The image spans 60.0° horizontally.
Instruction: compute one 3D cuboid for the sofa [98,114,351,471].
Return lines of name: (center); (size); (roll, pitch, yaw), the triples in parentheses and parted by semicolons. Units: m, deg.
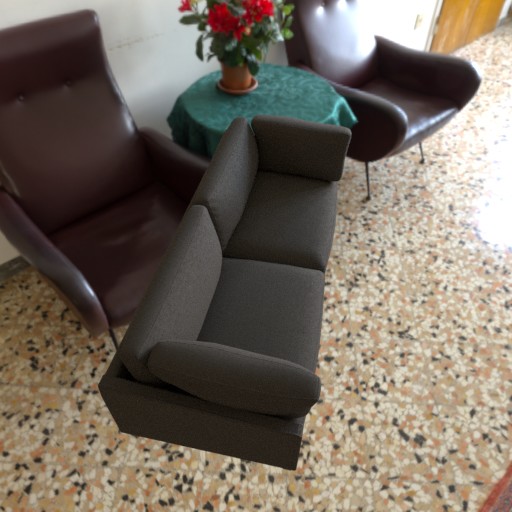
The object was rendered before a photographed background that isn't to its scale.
sofa: (0.000, 0.000, 2.797); (0.969, 0.792, 2.312); (9, 47, 8)
